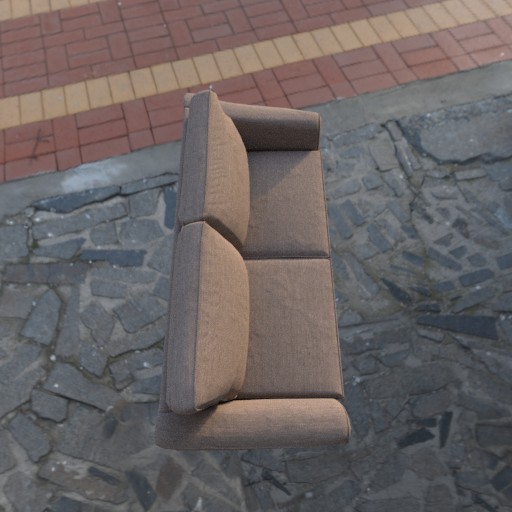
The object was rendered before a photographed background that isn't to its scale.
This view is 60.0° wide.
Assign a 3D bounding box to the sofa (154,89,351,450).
[{"bbox_3d":[0.000,0.000,2.804,0.980,0.965,2.270,0,64,0],"label":"sofa"}]
